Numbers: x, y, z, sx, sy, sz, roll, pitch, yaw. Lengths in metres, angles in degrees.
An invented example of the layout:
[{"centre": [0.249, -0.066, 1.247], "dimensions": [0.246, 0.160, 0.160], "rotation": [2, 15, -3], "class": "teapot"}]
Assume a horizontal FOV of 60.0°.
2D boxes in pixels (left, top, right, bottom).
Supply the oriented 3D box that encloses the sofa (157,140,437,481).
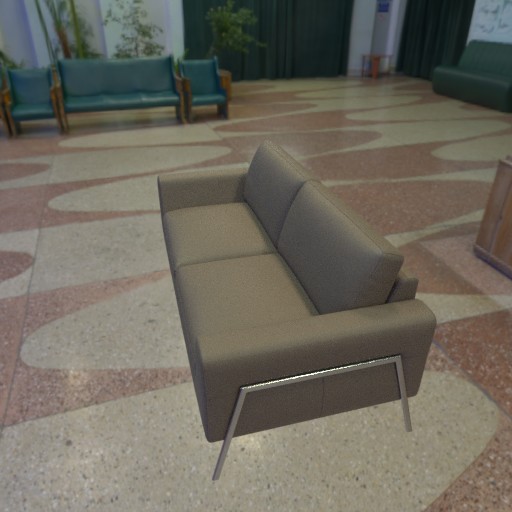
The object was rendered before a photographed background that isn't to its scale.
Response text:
[{"centre": [0.000, 0.000, 2.548], "dimensions": [0.953, 0.875, 2.017], "rotation": [-8, 31, -13], "class": "sofa"}]
